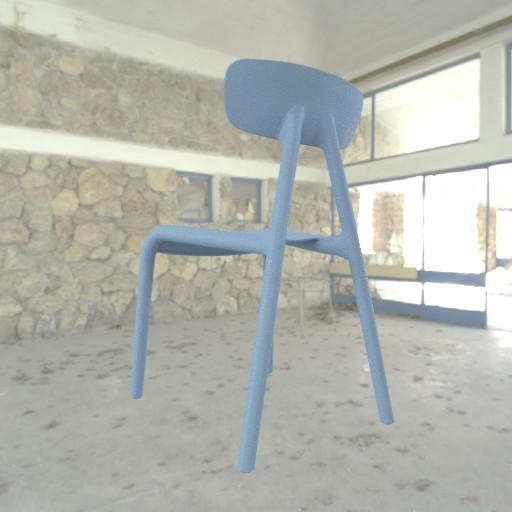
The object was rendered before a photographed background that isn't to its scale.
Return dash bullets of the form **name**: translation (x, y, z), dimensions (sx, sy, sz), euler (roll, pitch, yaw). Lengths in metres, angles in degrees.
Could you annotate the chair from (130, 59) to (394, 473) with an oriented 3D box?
- **chair**: translation (0.000, 0.000, 0.840), dimensions (0.356, 0.580, 0.401), euler (0, 1, -35)
